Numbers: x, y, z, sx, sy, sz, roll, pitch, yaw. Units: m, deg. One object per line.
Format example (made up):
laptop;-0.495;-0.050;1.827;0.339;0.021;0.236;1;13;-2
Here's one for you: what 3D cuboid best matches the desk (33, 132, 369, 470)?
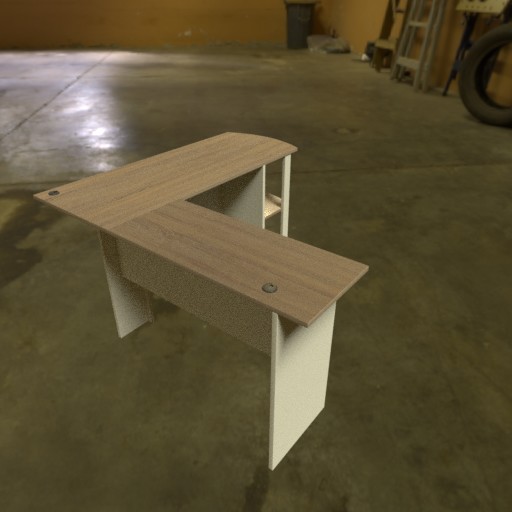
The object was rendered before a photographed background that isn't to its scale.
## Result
desk;0.000;0.000;2.124;1.361;0.716;1.303;22;37;32
